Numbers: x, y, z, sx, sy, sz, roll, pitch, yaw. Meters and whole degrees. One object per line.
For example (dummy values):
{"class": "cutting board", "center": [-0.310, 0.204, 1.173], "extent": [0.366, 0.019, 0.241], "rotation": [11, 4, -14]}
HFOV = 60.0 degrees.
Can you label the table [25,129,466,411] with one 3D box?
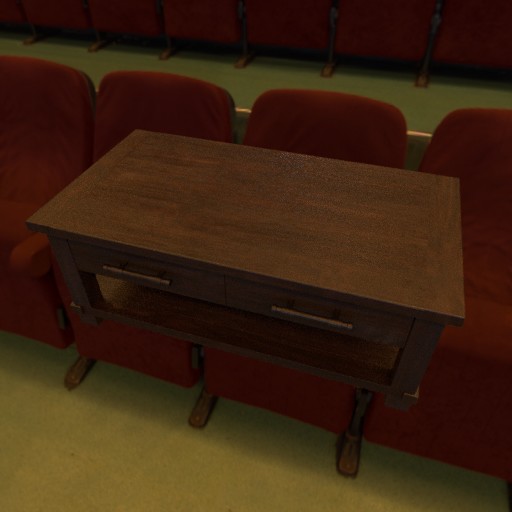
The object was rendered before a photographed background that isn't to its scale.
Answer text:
{"class": "table", "center": [0.000, 0.000, 1.604], "extent": [1.270, 0.494, 0.700], "rotation": [12, 42, 13]}
